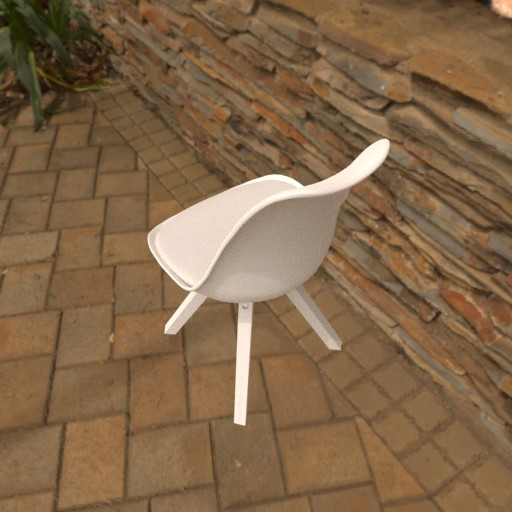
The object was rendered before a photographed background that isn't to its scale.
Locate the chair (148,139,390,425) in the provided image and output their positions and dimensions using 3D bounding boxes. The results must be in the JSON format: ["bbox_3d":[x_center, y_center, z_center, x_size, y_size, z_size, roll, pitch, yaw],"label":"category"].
[{"bbox_3d":[0.000,0.000,1.199,0.485,0.850,0.550,-30,53,-26],"label":"chair"}]
